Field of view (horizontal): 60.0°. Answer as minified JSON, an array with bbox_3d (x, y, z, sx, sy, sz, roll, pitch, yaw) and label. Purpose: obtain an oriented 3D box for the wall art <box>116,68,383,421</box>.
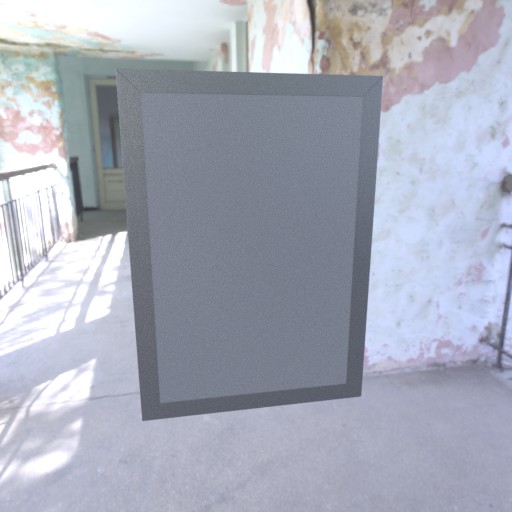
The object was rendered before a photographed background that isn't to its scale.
[{"bbox_3d":[0.000,0.000,0.687,0.376,0.529,0.013,-3,15,-10],"label":"wall art"}]
